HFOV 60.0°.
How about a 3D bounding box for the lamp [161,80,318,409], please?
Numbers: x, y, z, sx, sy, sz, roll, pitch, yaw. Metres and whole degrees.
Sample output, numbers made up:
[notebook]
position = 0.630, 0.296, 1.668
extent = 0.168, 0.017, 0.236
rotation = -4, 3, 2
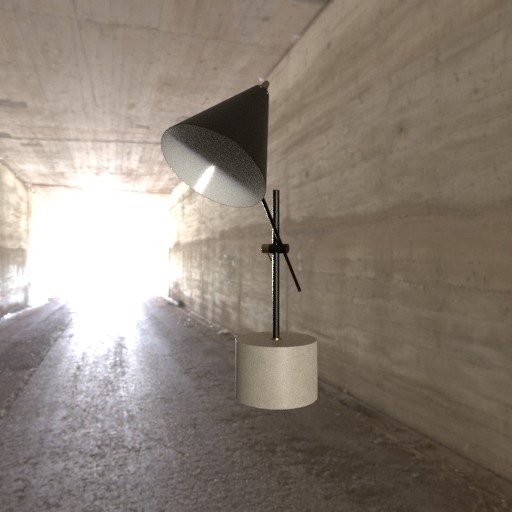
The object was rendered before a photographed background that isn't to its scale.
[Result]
[lamp]
position = 0.000, 0.000, 0.716
extent = 0.214, 0.518, 0.403
rotation = 0, 1, 36
